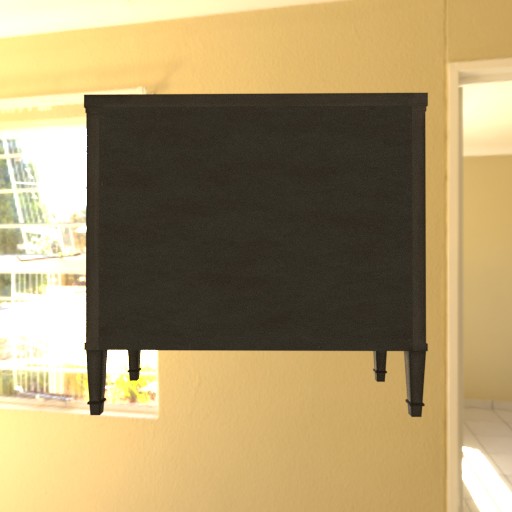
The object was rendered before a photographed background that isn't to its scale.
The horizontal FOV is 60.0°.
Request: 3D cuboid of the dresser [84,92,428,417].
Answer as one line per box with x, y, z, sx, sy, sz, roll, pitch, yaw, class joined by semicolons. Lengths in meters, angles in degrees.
0.000;0.000;1.577;1.049;0.986;0.463;0;0;1;dresser
